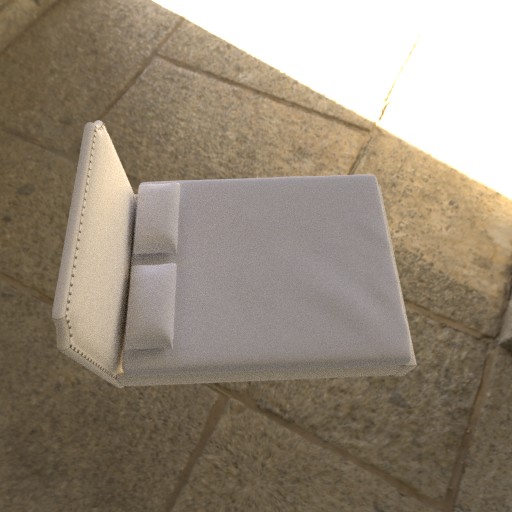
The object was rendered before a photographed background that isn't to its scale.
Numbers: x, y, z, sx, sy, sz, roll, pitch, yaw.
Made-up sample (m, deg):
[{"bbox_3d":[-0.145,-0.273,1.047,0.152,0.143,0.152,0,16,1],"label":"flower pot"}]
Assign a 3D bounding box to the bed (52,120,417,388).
[{"bbox_3d":[0.000,0.000,3.435,2.372,1.497,1.712,-2,63,-1],"label":"bed"}]
